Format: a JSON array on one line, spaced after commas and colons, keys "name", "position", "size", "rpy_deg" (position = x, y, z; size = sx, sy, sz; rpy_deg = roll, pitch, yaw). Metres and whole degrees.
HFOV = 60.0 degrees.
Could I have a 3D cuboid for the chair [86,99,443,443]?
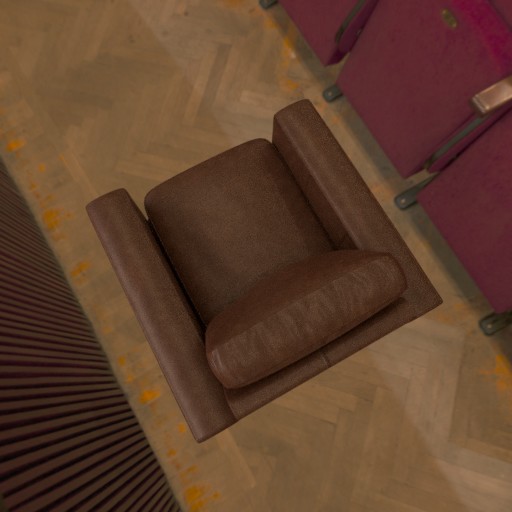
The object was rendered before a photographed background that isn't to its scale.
[{"name": "chair", "position": [0.000, 0.000, 1.767], "size": [1.005, 0.873, 1.016], "rpy_deg": [-28, 76, -7]}]
